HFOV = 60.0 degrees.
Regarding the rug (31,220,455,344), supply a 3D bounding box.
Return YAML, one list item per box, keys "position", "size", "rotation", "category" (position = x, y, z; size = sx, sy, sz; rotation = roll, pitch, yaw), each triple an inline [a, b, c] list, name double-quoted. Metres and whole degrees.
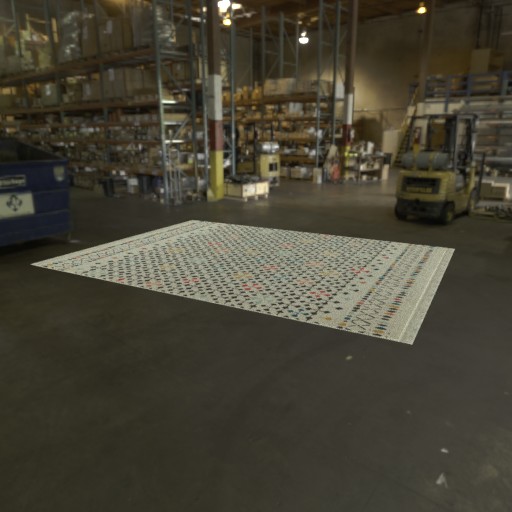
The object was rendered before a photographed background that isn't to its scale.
- position: [0.000, 0.000, 4.124]
  size: [3.196, 0.007, 2.354]
  rotation: [8, 17, 27]
  category: "rug"
